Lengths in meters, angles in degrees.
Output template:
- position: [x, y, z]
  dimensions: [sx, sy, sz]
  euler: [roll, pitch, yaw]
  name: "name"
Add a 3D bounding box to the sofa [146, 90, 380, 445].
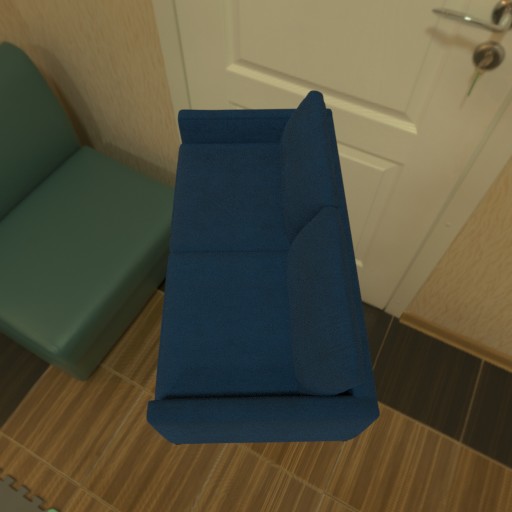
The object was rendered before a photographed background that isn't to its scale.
- position: [0.000, 0.000, 2.199]
  dimensions: [0.875, 0.817, 1.676]
  euler: [-1, 59, -1]
  name: "sofa"
